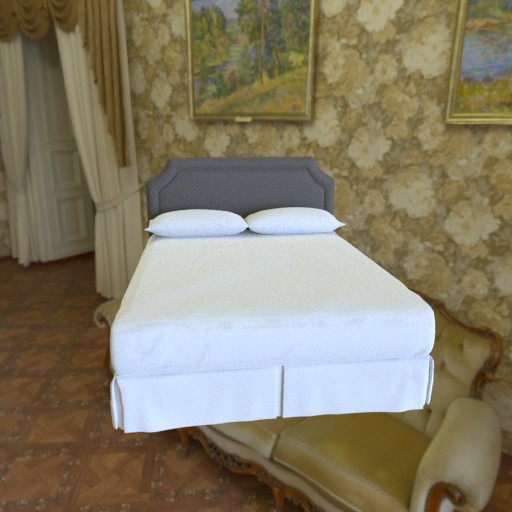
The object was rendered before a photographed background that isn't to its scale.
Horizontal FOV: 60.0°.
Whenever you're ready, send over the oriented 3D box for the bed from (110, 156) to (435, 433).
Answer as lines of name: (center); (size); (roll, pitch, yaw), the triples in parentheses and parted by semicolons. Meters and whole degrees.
bed: (0.000, 0.000, 3.900); (2.194, 1.561, 2.536); (-2, 16, -7)
